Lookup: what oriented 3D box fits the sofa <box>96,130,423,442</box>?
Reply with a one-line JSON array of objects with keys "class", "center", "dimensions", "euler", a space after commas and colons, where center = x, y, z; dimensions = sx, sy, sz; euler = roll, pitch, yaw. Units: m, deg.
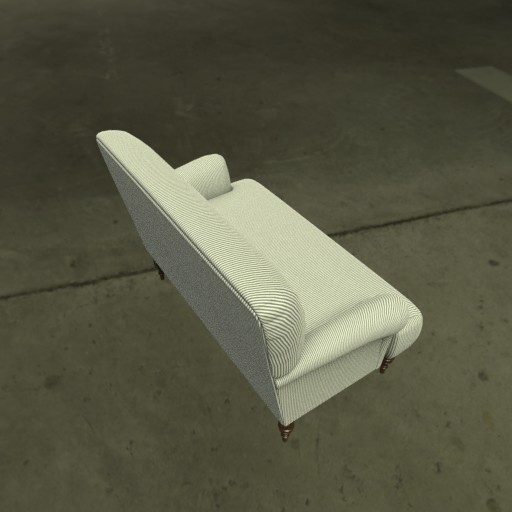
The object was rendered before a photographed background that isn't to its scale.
[{"class": "sofa", "center": [0.000, 0.000, 1.862], "dimensions": [0.779, 0.889, 1.297], "euler": [-25, 47, -25]}]
